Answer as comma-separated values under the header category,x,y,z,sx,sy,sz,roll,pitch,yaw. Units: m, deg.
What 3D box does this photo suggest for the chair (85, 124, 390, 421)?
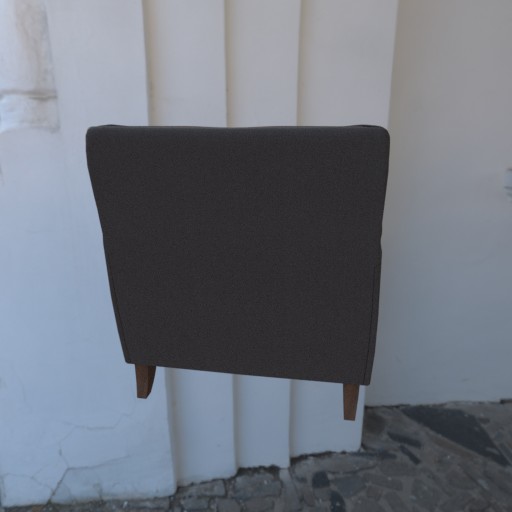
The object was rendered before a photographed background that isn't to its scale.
category,x,y,z,sx,sy,sz,roll,pitch,yaw
chair,0.000,0.000,1.603,0.836,0.911,0.831,3,17,9
